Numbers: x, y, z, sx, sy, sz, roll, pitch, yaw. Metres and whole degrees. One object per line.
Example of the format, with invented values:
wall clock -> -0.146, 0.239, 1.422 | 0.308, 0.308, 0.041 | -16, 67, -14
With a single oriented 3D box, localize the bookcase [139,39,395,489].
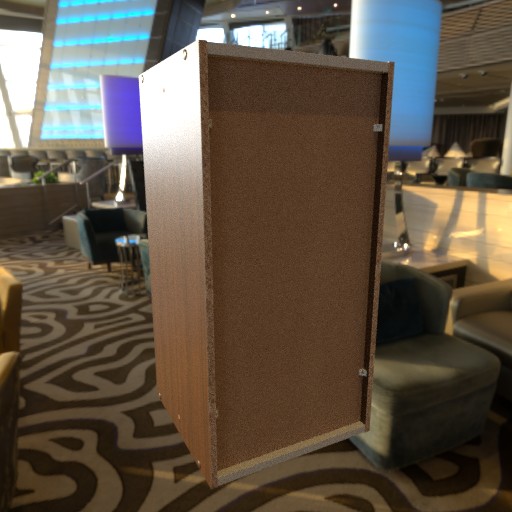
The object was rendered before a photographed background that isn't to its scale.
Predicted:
bookcase -> 0.000, 0.000, 0.763 | 0.300, 0.600, 0.290 | -7, 15, -27
